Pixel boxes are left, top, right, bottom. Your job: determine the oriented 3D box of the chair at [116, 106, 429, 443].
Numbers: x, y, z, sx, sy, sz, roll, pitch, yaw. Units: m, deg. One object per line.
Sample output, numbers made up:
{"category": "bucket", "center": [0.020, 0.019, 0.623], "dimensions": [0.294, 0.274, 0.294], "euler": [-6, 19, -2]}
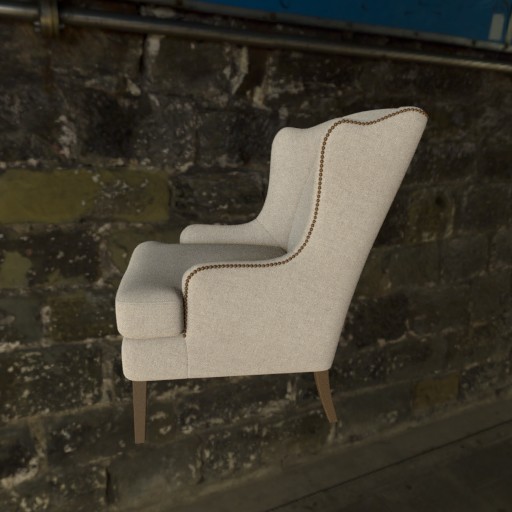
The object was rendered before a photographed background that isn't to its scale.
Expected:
{"category": "chair", "center": [0.000, 0.000, 1.644], "dimensions": [0.940, 1.029, 0.737], "euler": [-2, 14, -10]}
